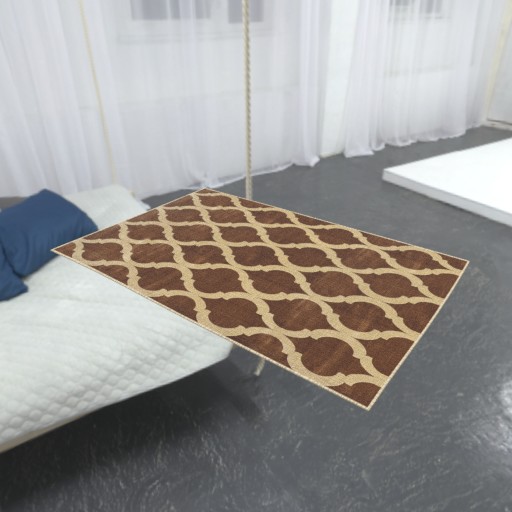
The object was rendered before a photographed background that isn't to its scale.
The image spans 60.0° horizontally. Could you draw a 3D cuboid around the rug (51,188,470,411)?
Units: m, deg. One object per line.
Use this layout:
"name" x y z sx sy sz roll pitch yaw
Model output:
"rug" 0.000 0.000 2.880 2.284 0.008 1.522 20 34 32
